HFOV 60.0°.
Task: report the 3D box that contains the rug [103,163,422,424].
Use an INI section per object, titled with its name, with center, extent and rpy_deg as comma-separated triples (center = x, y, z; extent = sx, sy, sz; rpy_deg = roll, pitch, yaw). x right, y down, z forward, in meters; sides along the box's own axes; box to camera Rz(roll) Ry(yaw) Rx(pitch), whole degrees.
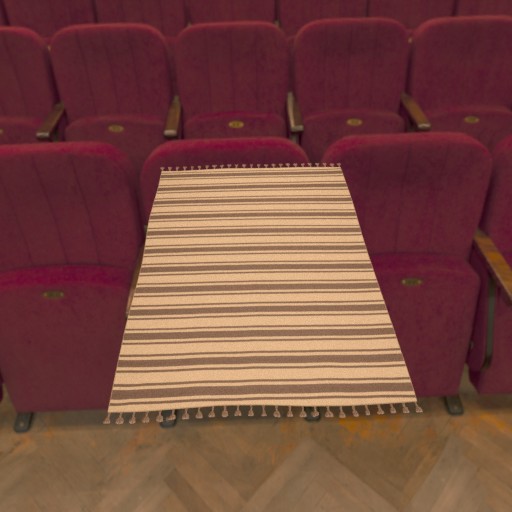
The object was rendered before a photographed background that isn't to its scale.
[rug]
center = 0.000, 0.000, 3.907
extent = 2.030, 0.017, 3.040
rpy_deg = -1, 43, -2
